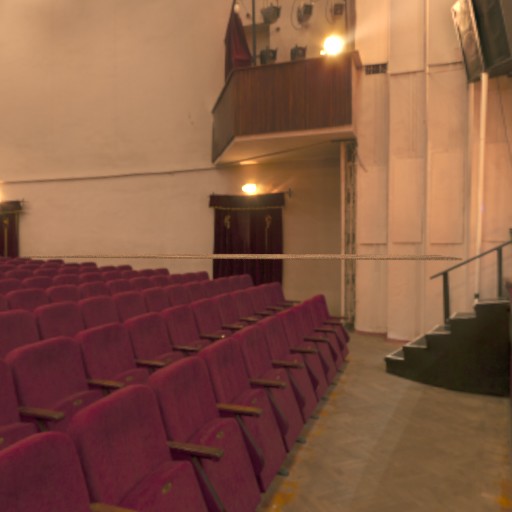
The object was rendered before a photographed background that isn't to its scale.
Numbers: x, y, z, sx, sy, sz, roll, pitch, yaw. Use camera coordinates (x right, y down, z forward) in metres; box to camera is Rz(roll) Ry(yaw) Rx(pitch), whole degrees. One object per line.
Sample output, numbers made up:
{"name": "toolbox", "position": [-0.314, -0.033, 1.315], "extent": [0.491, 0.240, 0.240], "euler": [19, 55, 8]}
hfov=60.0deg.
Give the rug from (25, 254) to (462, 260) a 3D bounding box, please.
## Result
{"name": "rug", "position": [0.000, 0.000, 2.275], "extent": [1.813, 0.006, 1.202], "euler": [0, 1, 19]}
